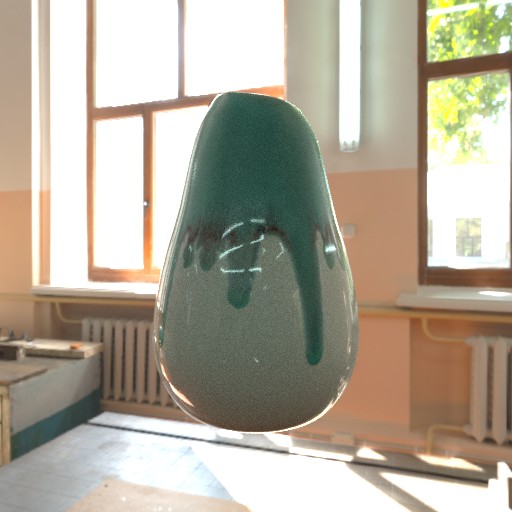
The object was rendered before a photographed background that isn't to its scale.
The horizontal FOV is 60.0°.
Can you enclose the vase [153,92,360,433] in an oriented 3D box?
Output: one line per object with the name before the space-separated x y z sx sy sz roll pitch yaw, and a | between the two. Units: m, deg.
vase | 0.000 0.000 0.255 0.116 0.179 0.116 0 0 0
